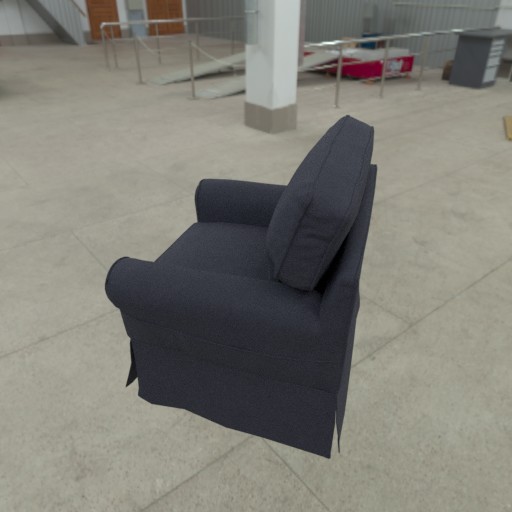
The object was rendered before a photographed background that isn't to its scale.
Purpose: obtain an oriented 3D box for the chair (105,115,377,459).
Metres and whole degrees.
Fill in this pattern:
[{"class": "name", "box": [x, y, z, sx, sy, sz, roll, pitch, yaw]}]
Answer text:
[{"class": "chair", "box": [0.000, 0.000, 2.045, 1.002, 1.140, 1.119, 9, 32, 14]}]
